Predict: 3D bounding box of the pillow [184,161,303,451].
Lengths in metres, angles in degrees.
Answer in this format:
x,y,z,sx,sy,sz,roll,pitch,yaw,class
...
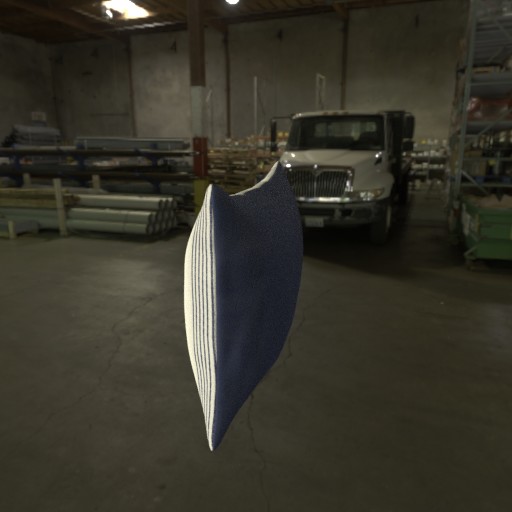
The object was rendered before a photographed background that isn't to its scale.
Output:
x,y,z,sx,sy,sz,roll,pitch,yaw,class
0.000,0.000,0.727,0.151,0.287,0.610,2,14,8,pillow
